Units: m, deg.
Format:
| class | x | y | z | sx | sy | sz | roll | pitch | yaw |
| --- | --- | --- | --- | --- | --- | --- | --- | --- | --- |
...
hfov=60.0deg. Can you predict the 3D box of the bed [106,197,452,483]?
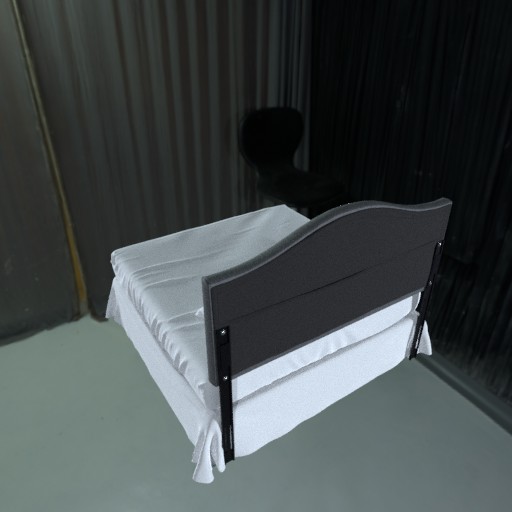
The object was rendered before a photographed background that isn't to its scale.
| class | x | y | z | sx | sy | sz | roll | pitch | yaw |
| --- | --- | --- | --- | --- | --- | --- | --- | --- | --- |
| bed | 0.000 | 0.000 | 3.762 | 2.314 | 1.651 | 2.219 | -18 | 35 | -28 |
